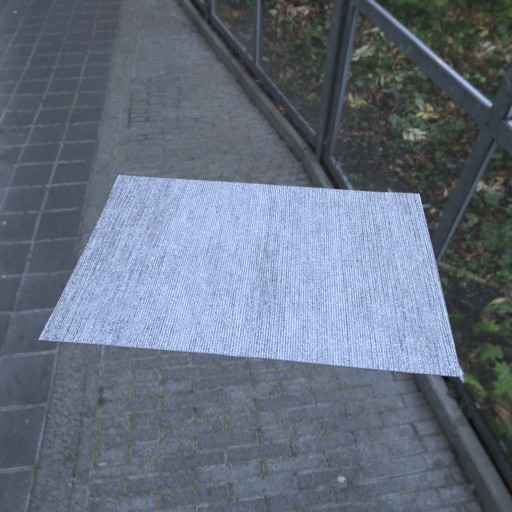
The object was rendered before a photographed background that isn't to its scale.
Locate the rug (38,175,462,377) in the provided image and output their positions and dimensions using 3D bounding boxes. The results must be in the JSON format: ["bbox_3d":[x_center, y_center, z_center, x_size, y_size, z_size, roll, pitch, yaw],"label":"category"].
[{"bbox_3d":[0.000,0.000,2.231,1.789,0.021,1.159,4,48,4],"label":"rug"}]
